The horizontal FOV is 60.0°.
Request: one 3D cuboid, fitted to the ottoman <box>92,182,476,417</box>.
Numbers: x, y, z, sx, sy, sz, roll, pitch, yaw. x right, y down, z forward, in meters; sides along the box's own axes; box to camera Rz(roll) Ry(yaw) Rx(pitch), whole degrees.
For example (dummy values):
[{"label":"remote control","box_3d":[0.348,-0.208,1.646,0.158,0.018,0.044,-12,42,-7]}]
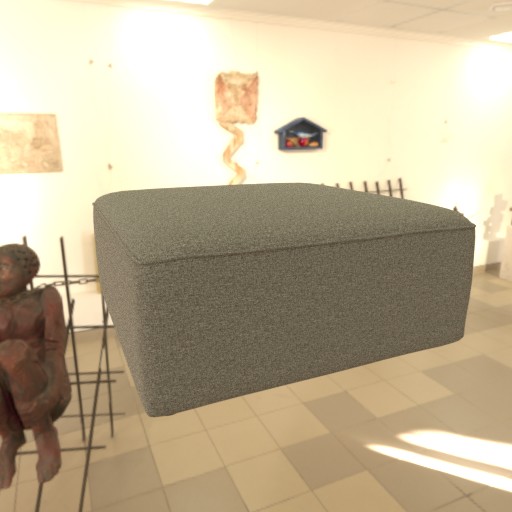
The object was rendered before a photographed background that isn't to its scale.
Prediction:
[{"label":"ottoman","box_3d":[0.000,0.000,1.582,1.005,0.464,1.015,-7,16,-24]}]
